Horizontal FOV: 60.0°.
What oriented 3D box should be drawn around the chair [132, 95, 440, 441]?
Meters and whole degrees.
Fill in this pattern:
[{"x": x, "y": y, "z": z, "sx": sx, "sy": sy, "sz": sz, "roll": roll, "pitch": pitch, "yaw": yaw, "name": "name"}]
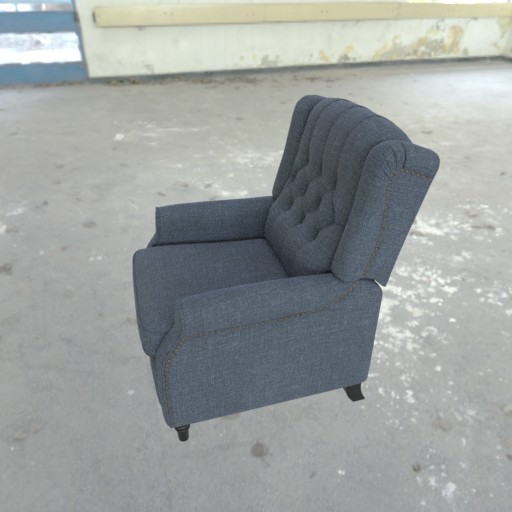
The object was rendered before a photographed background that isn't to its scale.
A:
[{"x": 0.000, "y": 0.000, "z": 1.628, "sx": 0.898, "sy": 1.035, "sz": 0.742, "roll": -9, "pitch": 33, "yaw": -14, "name": "chair"}]
